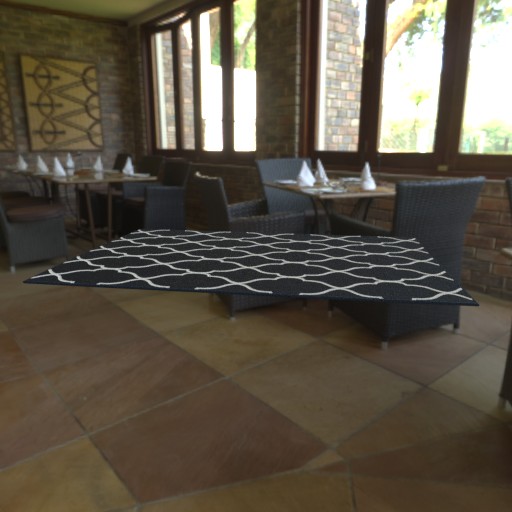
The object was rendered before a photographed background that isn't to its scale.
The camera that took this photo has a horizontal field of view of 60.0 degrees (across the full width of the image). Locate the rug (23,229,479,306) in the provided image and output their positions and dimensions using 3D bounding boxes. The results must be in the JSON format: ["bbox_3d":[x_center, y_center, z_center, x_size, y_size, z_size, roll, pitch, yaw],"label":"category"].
[{"bbox_3d":[0.000,0.000,2.904,2.290,0.014,1.526,2,14,9],"label":"rug"}]
